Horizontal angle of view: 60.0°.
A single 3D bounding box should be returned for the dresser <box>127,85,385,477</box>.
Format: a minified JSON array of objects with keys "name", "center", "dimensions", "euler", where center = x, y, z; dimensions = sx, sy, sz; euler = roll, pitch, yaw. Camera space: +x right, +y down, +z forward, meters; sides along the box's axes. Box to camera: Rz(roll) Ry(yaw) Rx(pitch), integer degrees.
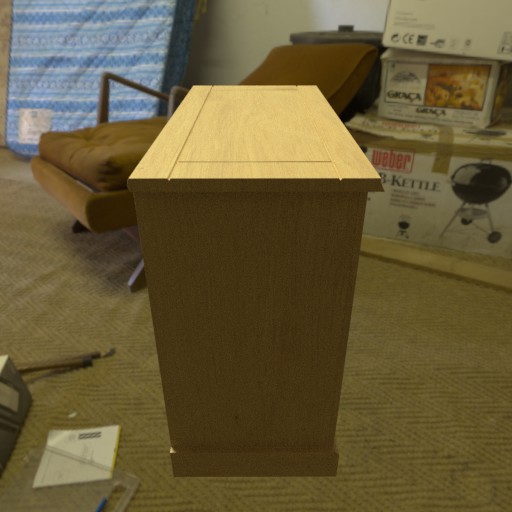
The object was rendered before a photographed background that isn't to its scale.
[{"name":"dresser","center":[0.000,0.000,1.352],"dimensions":[0.440,0.835,0.915],"euler":[0,30,0]}]
